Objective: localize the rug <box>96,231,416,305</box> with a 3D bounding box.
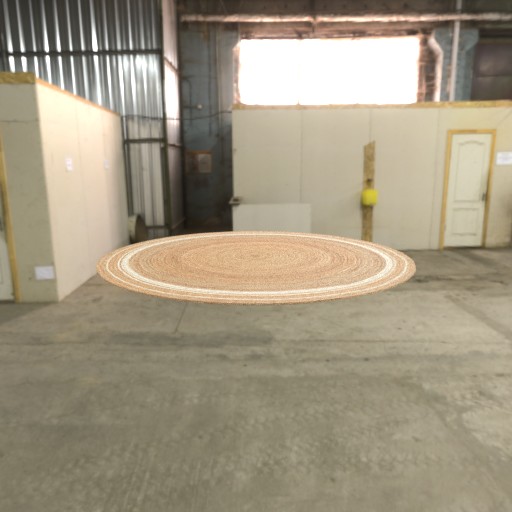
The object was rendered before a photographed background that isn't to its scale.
[{"bbox_3d":[0.000,0.000,3.592,2.444,0.015,2.444,0,12,0],"label":"rug"}]
